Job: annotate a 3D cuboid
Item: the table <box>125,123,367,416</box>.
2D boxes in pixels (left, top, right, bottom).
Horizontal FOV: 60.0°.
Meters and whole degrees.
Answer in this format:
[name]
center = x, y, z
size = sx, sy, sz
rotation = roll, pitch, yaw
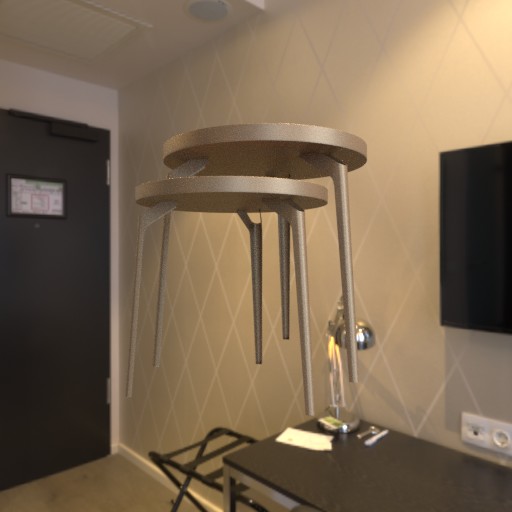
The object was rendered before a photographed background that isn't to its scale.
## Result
[table]
center = 0.000, 0.000, 1.107
size = 0.532, 0.555, 0.751
rotation = 0, 1, 16
